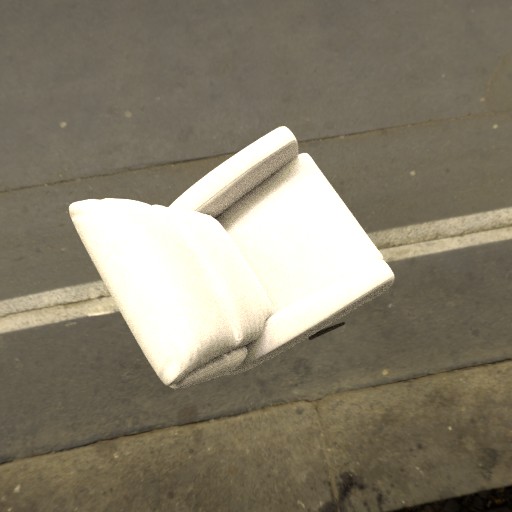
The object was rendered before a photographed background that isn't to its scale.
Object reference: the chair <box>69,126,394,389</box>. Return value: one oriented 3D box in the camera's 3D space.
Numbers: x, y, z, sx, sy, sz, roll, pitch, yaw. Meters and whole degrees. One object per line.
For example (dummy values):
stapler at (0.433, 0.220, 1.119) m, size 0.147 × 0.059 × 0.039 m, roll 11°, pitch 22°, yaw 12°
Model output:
chair at (0.000, 0.000, 1.730) m, size 0.941 × 1.015 × 0.812 m, roll -31°, pitch 78°, yaw -8°
